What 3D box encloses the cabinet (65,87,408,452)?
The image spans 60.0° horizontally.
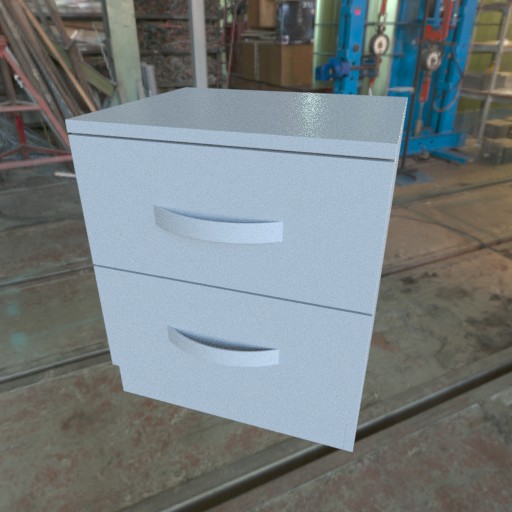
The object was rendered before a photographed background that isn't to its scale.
[{"bbox_3d":[0.000,0.000,0.734,0.400,0.470,0.360,9,29,16],"label":"cabinet"}]
